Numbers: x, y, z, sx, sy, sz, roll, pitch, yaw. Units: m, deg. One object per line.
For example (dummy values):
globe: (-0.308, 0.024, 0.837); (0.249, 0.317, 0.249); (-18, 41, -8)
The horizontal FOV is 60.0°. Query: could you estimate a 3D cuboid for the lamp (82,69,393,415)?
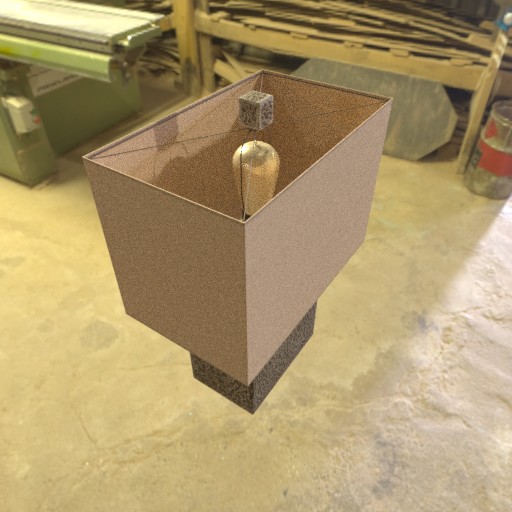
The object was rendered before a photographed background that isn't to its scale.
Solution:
lamp: (0.000, 0.000, 0.568); (0.180, 0.411, 0.294); (24, 46, 25)
